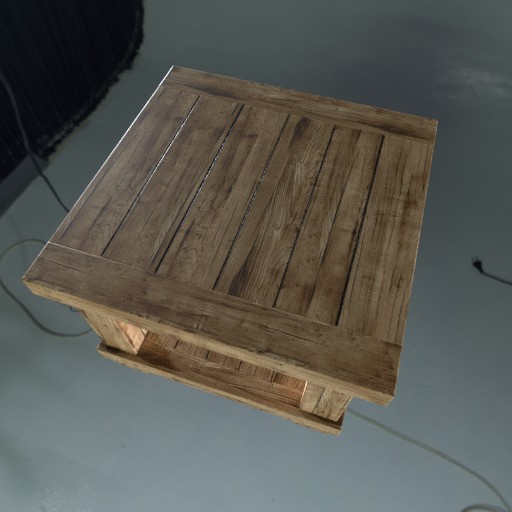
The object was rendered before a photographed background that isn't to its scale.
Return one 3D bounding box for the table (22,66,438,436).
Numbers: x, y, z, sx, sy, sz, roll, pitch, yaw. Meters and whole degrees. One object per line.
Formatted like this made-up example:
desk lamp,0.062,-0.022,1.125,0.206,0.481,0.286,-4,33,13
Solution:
table,0.000,0.000,1.023,0.610,0.457,0.610,15,58,10
